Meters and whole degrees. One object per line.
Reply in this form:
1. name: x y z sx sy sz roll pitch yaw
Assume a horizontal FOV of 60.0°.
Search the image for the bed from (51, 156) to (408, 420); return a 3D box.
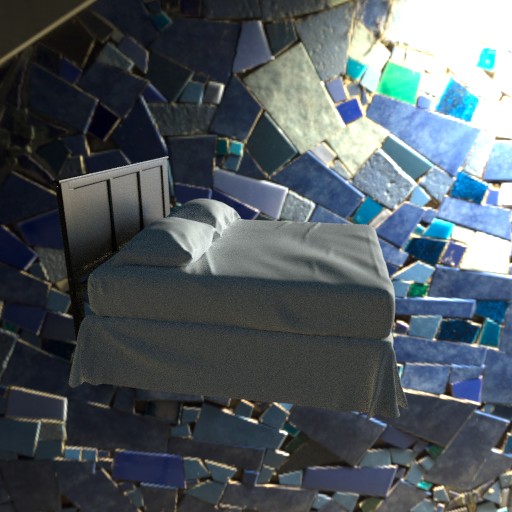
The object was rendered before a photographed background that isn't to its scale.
1. bed: 0.000 0.000 3.259 2.050 1.270 1.870 3 18 10
